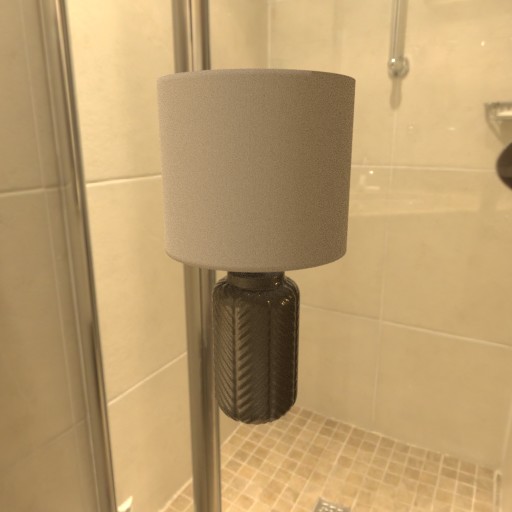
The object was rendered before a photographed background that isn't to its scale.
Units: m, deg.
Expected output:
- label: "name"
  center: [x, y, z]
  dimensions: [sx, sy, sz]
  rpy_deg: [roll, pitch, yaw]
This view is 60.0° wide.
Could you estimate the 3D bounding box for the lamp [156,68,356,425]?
- label: "lamp"
  center: [0.000, 0.000, 0.511]
  dimensions: [0.203, 0.389, 0.203]
  rpy_deg: [-2, 15, -8]
